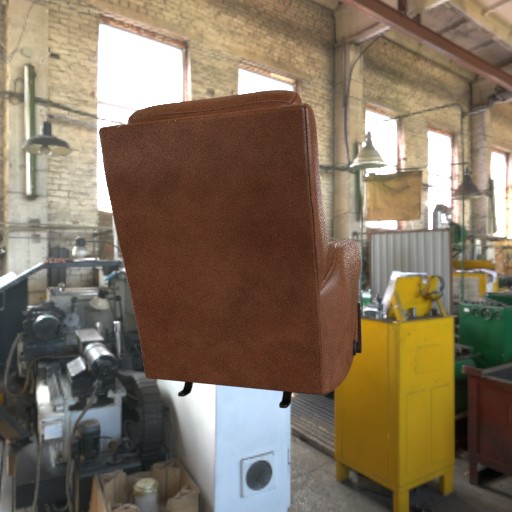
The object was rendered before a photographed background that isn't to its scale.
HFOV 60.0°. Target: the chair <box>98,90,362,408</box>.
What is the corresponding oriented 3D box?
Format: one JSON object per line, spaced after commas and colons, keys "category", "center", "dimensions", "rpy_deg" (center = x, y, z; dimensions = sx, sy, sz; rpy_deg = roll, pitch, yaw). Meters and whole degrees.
{"category": "chair", "center": [0.000, 0.000, 1.787], "dimensions": [0.821, 1.016, 1.072], "rpy_deg": [0, 0, 19]}
